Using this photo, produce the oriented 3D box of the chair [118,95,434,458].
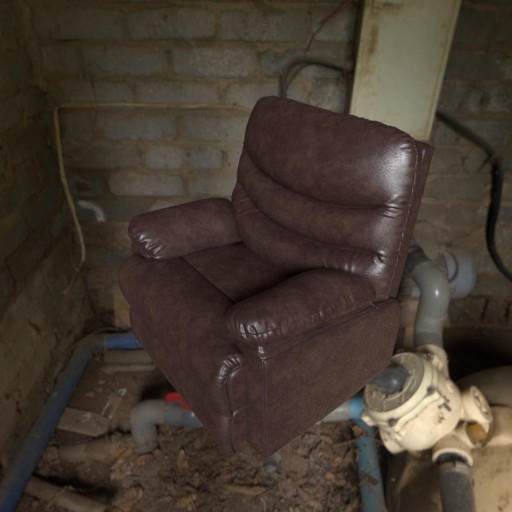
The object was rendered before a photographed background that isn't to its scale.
[{"bbox_3d":[0.000,0.000,1.719,0.879,1.041,0.940,-21,37,-31],"label":"chair"}]
